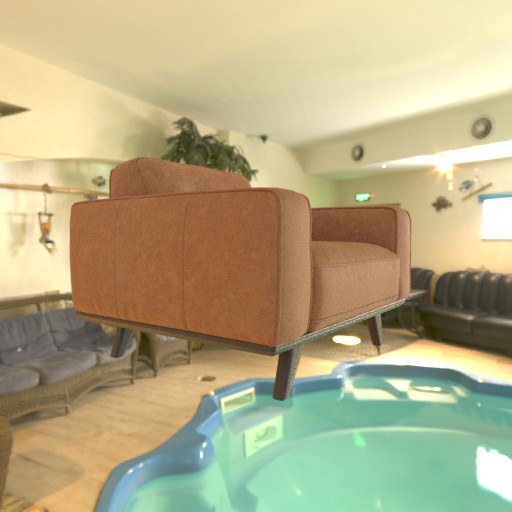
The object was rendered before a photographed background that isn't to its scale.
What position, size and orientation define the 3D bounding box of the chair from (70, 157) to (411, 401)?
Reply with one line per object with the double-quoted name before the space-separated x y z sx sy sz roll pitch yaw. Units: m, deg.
"chair" 0.000 0.000 1.800 0.952 0.782 1.118 2 3 36
